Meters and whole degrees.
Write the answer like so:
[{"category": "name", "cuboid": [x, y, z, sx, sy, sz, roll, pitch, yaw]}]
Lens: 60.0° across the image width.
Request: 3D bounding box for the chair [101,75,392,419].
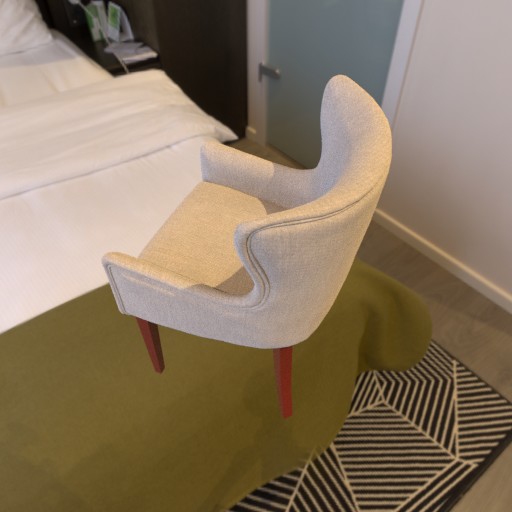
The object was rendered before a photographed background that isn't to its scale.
[{"category": "chair", "cuboid": [0.000, 0.000, 1.431, 0.677, 0.948, 0.732, 16, 47, 15]}]
